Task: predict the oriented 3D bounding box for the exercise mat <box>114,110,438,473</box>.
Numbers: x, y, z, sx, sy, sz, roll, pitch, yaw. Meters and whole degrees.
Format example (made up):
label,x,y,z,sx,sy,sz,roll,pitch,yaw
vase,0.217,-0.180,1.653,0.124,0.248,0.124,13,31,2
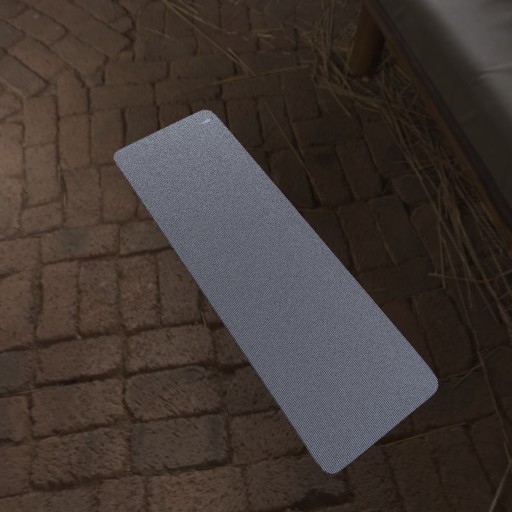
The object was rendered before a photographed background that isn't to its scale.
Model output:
label,x,y,z,sx,sy,sz,roll,pitch,yaw
exercise mat,0.000,0.000,2.109,0.616,0.021,1.884,-31,68,-14
